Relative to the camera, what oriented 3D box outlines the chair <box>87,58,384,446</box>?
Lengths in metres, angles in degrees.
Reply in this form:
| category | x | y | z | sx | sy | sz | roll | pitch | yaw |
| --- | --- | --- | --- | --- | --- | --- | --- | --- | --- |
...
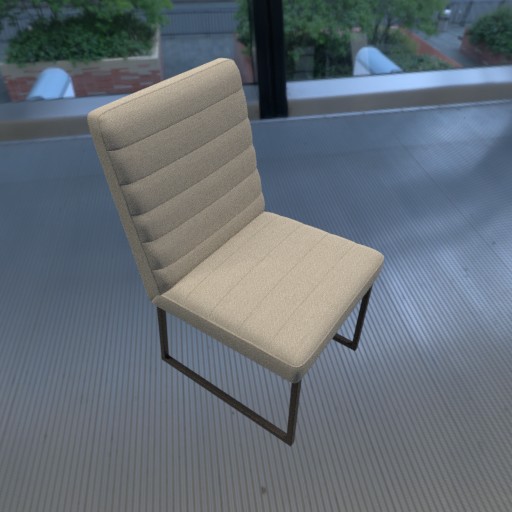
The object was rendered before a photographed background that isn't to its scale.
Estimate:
| category | x | y | z | sx | sy | sz | roll | pitch | yaw |
| --- | --- | --- | --- | --- | --- | --- | --- | --- | --- |
| chair | 0.000 | 0.000 | 1.333 | 0.634 | 0.930 | 0.520 | 25 | 47 | 26 |
